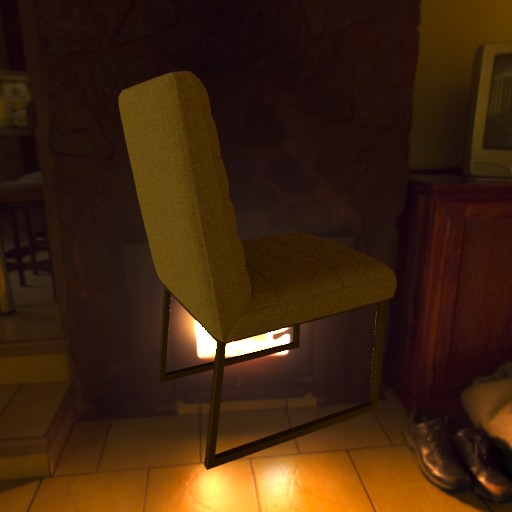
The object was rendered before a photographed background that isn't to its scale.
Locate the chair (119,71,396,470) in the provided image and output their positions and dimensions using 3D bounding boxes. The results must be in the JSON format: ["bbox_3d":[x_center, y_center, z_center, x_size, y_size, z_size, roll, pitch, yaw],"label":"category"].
[{"bbox_3d":[0.000,0.000,1.289,0.634,0.930,0.520,-8,18,-26],"label":"chair"}]
